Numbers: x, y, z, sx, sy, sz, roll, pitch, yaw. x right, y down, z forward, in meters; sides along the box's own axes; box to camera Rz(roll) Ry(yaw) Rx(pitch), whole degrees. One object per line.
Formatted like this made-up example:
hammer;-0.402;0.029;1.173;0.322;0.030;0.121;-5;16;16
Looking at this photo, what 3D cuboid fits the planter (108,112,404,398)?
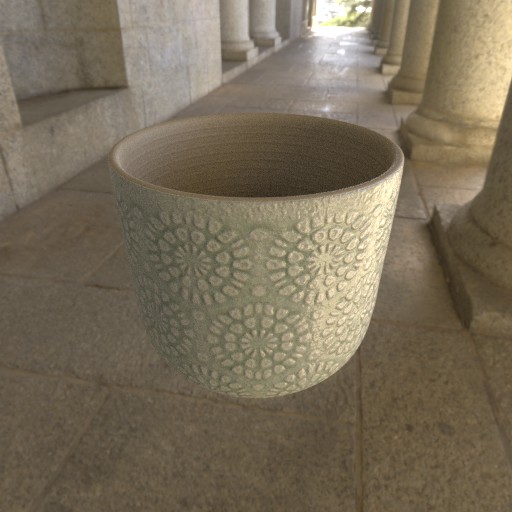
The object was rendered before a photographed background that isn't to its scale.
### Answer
planter;0.000;0.000;0.301;0.169;0.153;0.169;0;30;0
